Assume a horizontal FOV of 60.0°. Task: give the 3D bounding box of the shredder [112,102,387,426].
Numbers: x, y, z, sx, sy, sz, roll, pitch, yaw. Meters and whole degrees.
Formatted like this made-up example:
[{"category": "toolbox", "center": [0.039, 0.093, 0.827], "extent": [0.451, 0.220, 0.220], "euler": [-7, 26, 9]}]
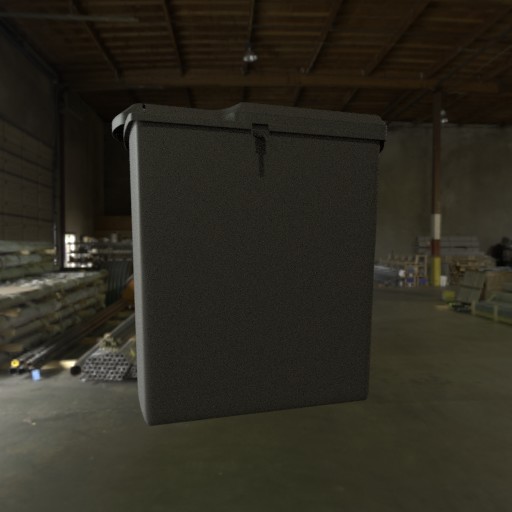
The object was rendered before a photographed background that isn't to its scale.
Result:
[{"category": "shredder", "center": [0.000, 0.000, 0.522], "extent": [0.320, 0.335, 0.170], "euler": [-1, 2, -17]}]
